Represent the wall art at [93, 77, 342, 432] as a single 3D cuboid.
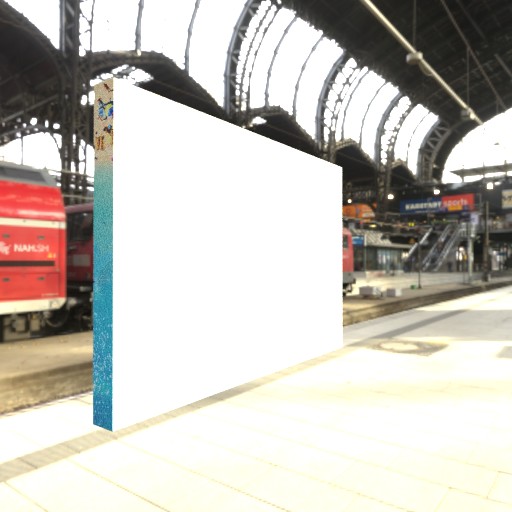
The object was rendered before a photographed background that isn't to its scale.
[{"bbox_3d":[0.000,0.000,1.120,0.057,0.595,0.894,0,-1,36],"label":"wall art"}]
